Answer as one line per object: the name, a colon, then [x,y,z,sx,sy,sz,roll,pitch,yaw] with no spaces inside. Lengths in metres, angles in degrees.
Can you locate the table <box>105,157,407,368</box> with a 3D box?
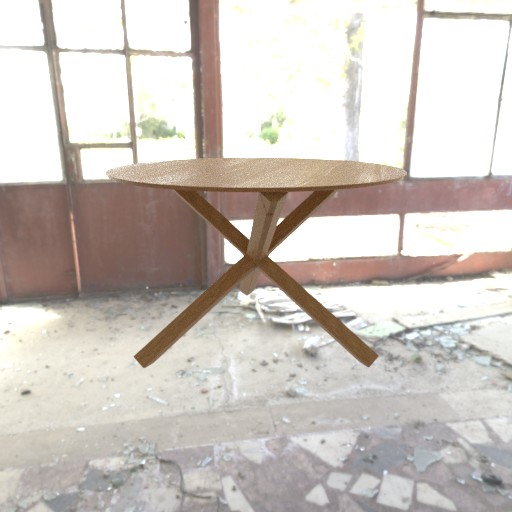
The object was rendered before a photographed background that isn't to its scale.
table: [0.000,0.000,1.698,1.038,0.666,1.038,0,17,0]
